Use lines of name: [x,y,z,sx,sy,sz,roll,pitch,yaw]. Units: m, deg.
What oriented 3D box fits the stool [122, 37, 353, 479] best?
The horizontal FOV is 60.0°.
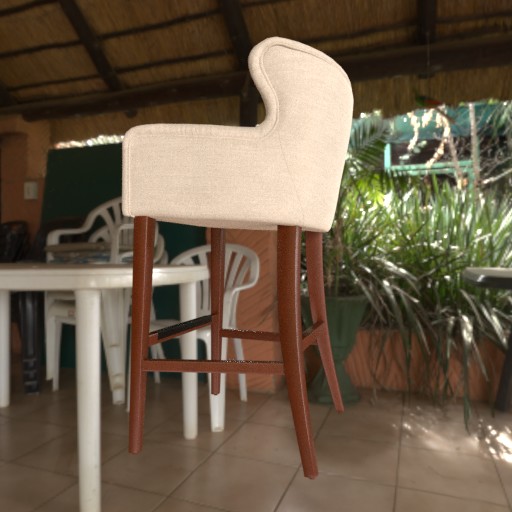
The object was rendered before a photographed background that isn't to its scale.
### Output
stool: [0.000,0.000,1.319,0.563,1.034,0.556,0,0,19]
